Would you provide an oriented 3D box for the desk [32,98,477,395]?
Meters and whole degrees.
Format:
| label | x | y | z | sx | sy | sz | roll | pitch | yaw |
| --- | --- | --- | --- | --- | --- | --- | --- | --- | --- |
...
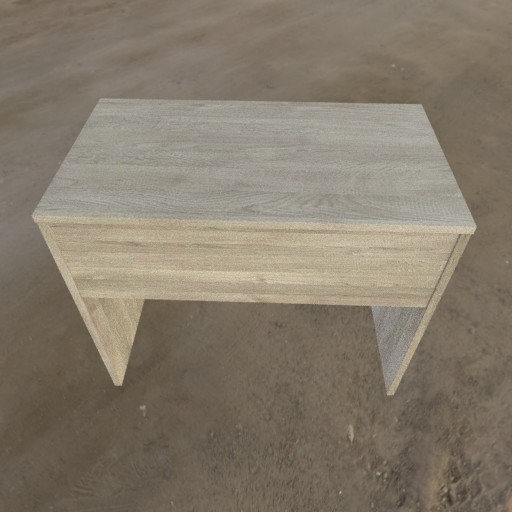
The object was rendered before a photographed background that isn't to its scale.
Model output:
| label | x | y | z | sx | sy | sz | roll | pitch | yaw |
| --- | --- | --- | --- | --- | --- | --- | --- | --- | --- |
| desk | 0.000 | 0.000 | 1.321 | 0.893 | 0.724 | 0.498 | 2 | 46 | 2 |
